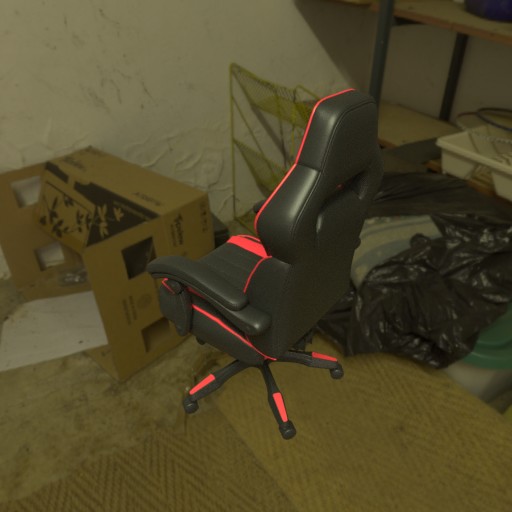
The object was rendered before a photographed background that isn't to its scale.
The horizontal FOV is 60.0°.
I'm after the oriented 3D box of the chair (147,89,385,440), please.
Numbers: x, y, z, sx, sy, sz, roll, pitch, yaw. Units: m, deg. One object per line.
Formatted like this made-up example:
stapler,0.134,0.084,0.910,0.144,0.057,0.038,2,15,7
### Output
chair,0.000,0.000,1.640,0.700,1.220,0.700,22,38,31
